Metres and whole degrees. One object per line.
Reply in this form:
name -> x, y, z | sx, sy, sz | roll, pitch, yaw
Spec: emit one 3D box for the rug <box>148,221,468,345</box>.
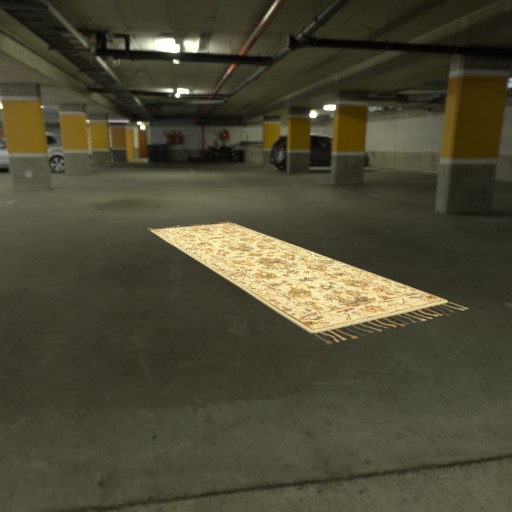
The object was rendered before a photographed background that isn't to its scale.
rug -> 0.000, 0.000, 2.711 | 0.729, 0.021, 2.438 | -7, 16, -27
